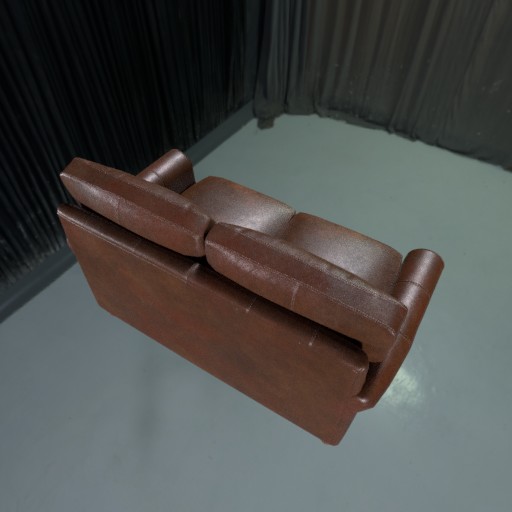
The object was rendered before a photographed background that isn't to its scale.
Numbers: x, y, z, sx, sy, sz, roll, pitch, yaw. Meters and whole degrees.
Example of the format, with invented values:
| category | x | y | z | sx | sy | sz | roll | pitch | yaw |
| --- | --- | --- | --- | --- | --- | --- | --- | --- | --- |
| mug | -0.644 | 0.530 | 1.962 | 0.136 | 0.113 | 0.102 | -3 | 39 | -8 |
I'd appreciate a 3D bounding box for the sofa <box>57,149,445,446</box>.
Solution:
| category | x | y | z | sx | sy | sz | roll | pitch | yaw |
| --- | --- | --- | --- | --- | --- | --- | --- | --- | --- |
| sofa | 0.000 | 0.000 | 2.166 | 1.616 | 0.976 | 0.990 | 25 | 53 | 21 |
